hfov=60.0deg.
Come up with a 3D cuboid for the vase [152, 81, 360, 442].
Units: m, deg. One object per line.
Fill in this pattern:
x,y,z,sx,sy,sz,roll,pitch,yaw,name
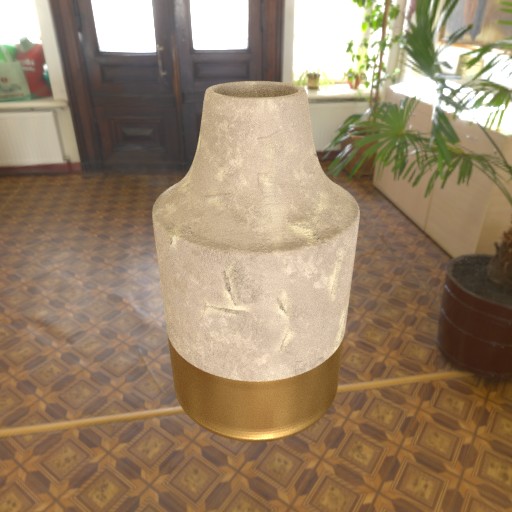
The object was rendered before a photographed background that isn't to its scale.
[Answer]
0.000,0.000,0.426,0.184,0.305,0.184,0,30,0,vase
